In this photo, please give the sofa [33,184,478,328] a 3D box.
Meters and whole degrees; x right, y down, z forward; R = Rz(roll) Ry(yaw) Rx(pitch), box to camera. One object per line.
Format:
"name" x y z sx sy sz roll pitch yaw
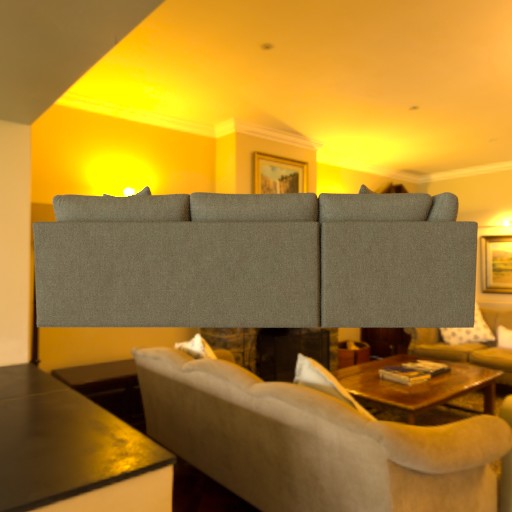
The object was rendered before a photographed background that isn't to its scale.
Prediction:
"sofa" 0.000 0.000 3.856 2.896 0.978 1.994 0 -1 0
